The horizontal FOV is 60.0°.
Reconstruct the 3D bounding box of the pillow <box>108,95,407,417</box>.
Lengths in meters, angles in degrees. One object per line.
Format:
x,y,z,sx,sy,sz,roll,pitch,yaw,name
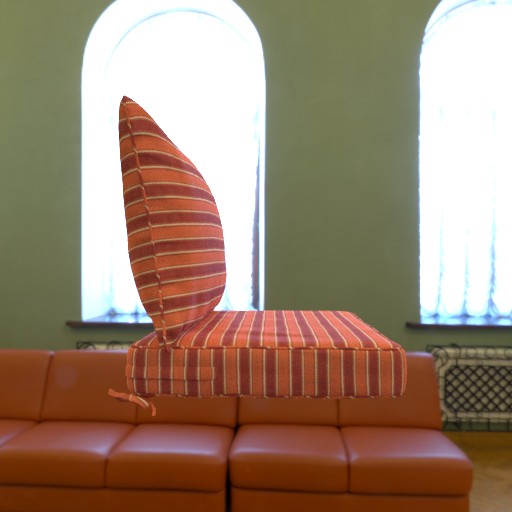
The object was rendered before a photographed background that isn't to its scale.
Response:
0.000,0.000,1.364,0.733,0.723,0.799,0,0,2,pillow
